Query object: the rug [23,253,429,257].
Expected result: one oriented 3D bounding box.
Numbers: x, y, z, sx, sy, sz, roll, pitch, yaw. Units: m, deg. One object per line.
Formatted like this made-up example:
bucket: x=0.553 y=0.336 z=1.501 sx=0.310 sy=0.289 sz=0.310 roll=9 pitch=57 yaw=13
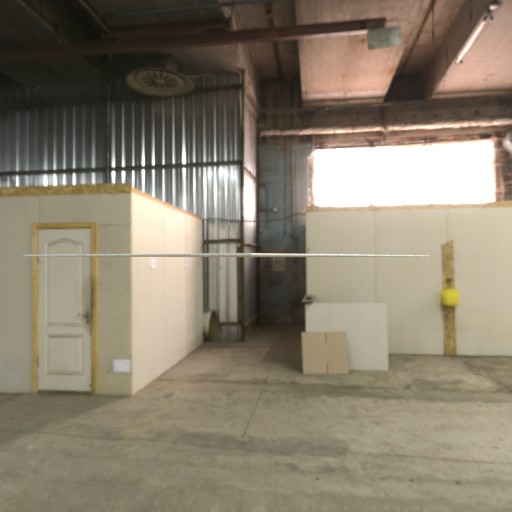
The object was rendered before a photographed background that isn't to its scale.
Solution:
rug: x=0.000 y=0.000 z=2.773 sx=1.533 sy=0.010 sz=2.142 roll=0 pitch=0 yaw=36
